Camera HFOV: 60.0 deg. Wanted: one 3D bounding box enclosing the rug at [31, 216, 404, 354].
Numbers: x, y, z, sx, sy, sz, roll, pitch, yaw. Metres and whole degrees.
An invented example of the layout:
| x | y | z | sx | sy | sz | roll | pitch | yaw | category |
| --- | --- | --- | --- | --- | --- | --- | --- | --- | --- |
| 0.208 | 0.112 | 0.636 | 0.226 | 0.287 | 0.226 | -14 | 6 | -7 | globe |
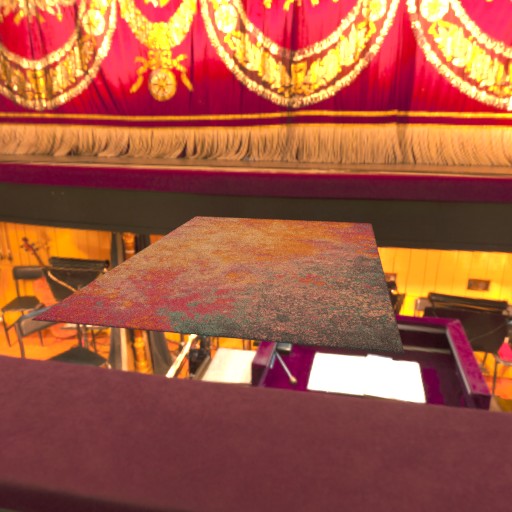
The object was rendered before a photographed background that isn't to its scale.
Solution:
| x | y | z | sx | sy | sz | roll | pitch | yaw | category |
| --- | --- | --- | --- | --- | --- | --- | --- | --- | --- |
| 0.000 | 0.000 | 3.656 | 2.007 | 0.013 | 2.896 | 3 | 17 | 10 | rug |
